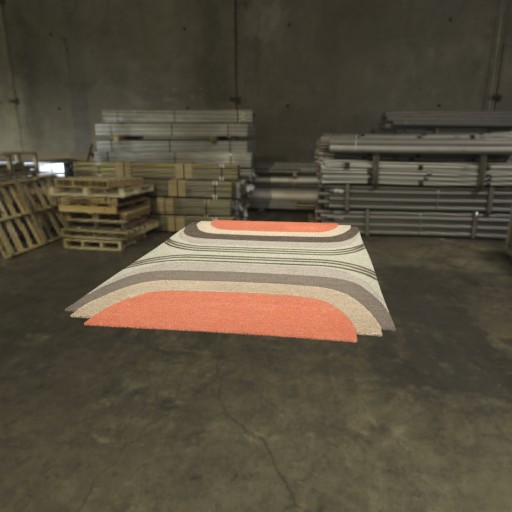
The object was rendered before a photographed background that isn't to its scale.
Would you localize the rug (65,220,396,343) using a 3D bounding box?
[{"bbox_3d":[0.000,0.000,3.030,1.530,0.017,2.446,2,16,8],"label":"rug"}]
